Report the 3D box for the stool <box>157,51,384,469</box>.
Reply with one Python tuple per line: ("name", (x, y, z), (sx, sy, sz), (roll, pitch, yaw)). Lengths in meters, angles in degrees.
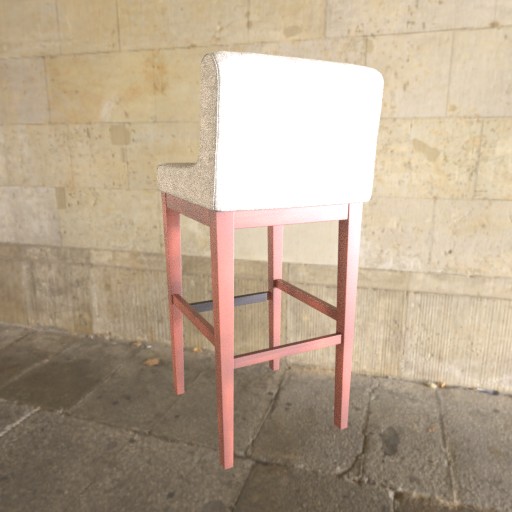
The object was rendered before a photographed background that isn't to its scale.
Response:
("stool", (0.000, 0.000, 1.244), (0.426, 0.965, 0.499), (-7, 15, -26))
